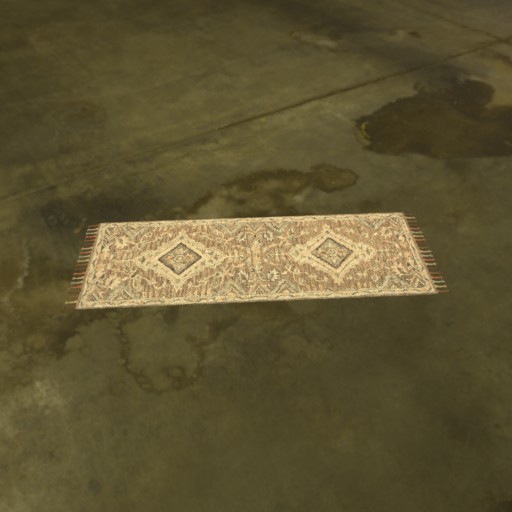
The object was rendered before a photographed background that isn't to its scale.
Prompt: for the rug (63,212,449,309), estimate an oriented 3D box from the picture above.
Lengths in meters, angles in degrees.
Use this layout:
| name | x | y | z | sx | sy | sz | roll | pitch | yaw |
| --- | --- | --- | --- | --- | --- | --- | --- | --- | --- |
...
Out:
| name | x | y | z | sx | sy | sz | roll | pitch | yaw |
| --- | --- | --- | --- | --- | --- | --- | --- | --- | --- |
| rug | 0.000 | 0.000 | 2.851 | 2.378 | 0.018 | 1.324 | 9 | 47 | 9 |
